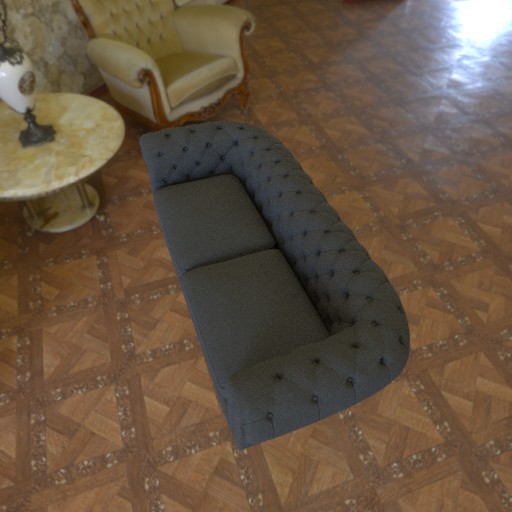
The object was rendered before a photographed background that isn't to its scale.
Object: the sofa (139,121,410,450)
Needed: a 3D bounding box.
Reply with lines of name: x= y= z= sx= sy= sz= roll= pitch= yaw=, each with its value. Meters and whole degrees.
sofa: x=0.000 y=0.000 z=2.814 sx=0.991 sy=0.762 sz=2.362 roll=-15 pitch=48 yaw=-14
